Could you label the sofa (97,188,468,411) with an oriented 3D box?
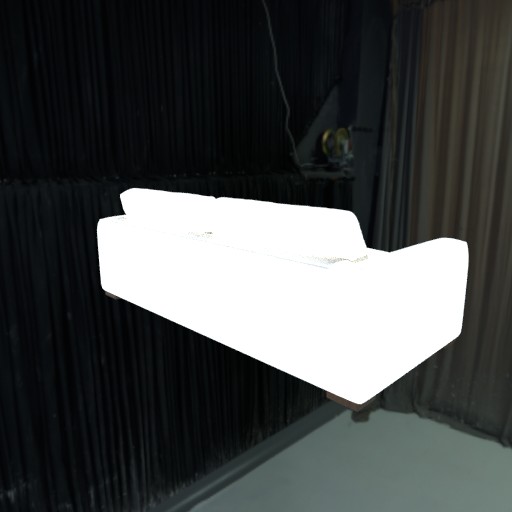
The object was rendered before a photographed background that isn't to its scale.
[{"bbox_3d":[0.000,0.000,2.827,1.070,0.801,2.262,-12,18,-43],"label":"sofa"}]
